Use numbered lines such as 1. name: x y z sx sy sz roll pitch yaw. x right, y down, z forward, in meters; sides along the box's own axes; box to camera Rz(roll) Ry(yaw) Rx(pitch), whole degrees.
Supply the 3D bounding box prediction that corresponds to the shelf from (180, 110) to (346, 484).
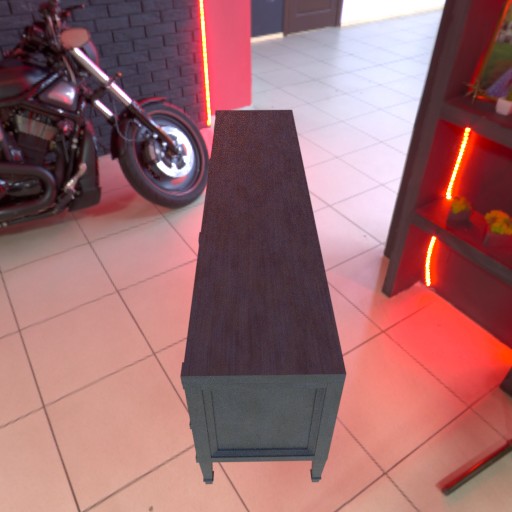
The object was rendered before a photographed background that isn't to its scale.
1. shelf: 0.000 0.000 2.180 0.471 0.715 1.878 -1 40 -1
